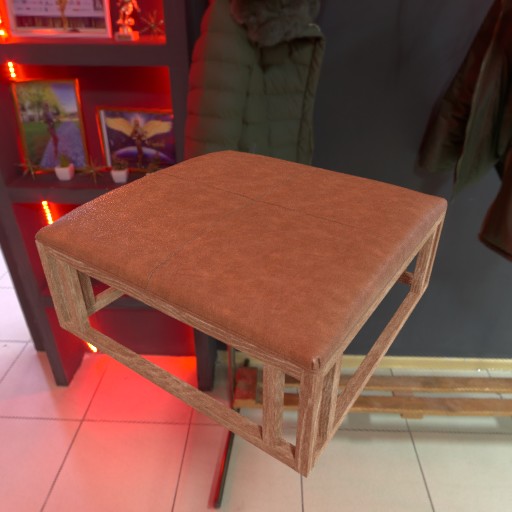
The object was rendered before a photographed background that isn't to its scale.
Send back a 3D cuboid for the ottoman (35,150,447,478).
[{"bbox_3d":[0.000,0.000,1.585,1.016,0.442,1.013,20,36,29],"label":"ottoman"}]
